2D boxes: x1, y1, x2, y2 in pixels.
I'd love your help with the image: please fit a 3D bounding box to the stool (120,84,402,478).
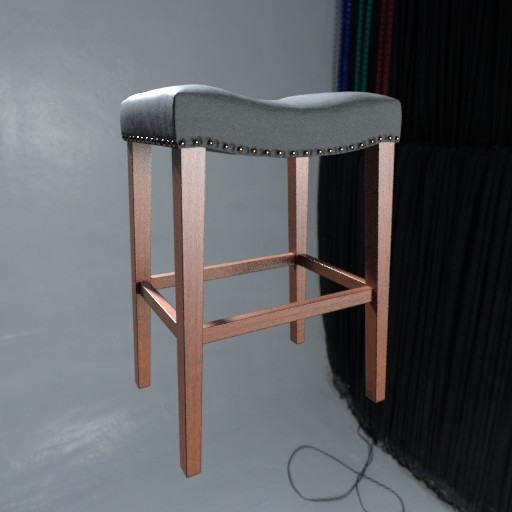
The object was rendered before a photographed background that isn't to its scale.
[{"bbox_3d":[0.000,0.000,0.871,0.439,0.612,0.320,-9,19,-28],"label":"stool"}]
